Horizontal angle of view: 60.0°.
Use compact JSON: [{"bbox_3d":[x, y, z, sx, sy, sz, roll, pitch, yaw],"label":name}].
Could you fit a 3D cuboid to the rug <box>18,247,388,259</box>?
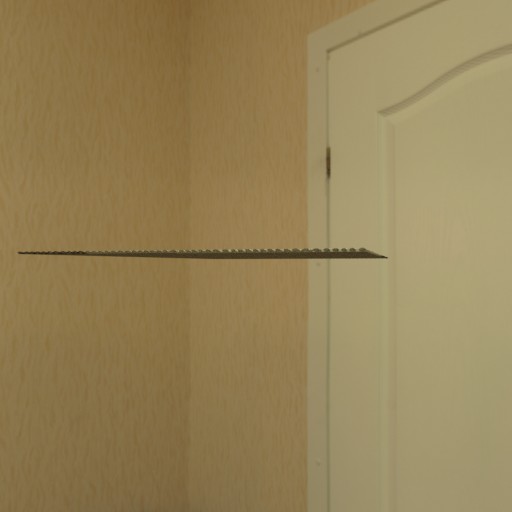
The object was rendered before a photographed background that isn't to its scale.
[{"bbox_3d":[0.000,0.000,2.928,1.600,0.013,2.312,0,-1,19],"label":"rug"}]
